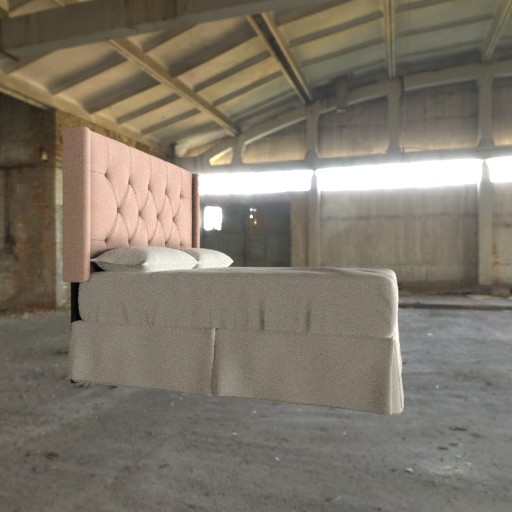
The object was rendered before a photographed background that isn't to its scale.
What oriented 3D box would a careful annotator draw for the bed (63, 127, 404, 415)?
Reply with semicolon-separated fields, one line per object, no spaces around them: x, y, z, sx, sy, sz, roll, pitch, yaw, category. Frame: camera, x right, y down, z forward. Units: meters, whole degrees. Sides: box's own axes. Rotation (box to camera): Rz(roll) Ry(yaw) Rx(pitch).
0.000;0.000;3.305;2.066;1.665;1.719;0;0;18;bed
